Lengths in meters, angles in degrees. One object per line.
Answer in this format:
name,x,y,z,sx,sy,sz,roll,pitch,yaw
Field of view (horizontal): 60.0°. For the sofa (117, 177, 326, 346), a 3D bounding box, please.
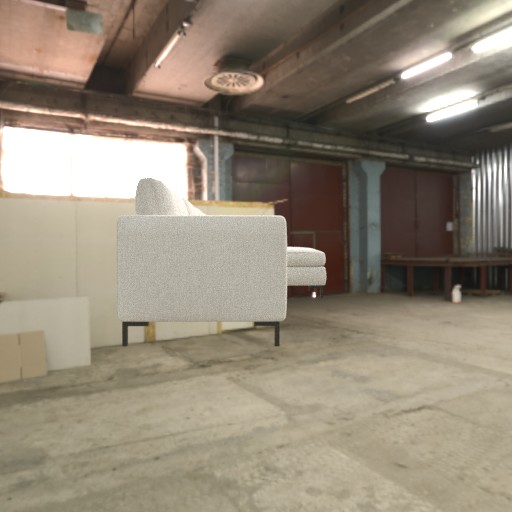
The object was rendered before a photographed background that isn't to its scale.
sofa,0.000,0.000,2.921,1.126,0.677,2.445,0,1,-1
